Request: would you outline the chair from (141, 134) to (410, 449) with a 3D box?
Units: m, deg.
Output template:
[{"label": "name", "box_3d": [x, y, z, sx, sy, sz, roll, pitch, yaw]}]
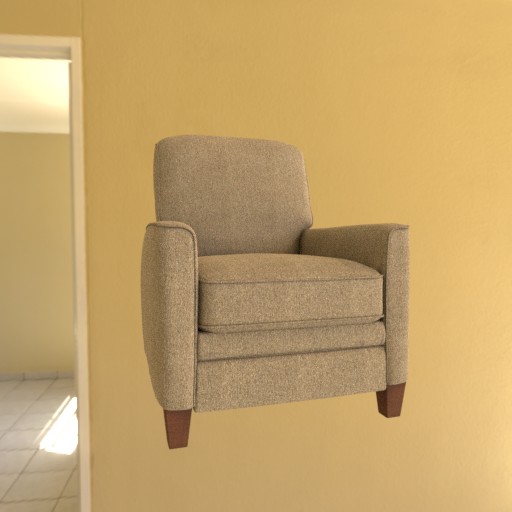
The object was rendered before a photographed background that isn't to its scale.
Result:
[{"label": "chair", "box_3d": [0.000, 0.000, 1.671, 0.841, 1.028, 0.858, -1, 3, -18]}]
